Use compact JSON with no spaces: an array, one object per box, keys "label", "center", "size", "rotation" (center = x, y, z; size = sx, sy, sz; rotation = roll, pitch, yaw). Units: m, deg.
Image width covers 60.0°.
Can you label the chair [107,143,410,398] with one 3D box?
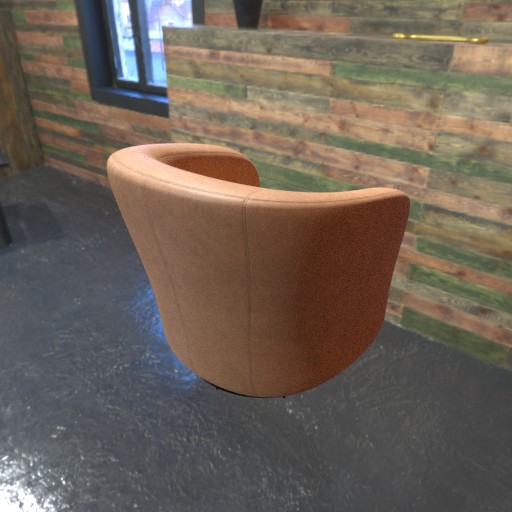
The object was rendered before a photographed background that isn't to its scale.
[{"label":"chair","center":[0.000,0.000,1.470],"size":[0.791,0.771,0.815],"rotation":[22,37,33]}]
